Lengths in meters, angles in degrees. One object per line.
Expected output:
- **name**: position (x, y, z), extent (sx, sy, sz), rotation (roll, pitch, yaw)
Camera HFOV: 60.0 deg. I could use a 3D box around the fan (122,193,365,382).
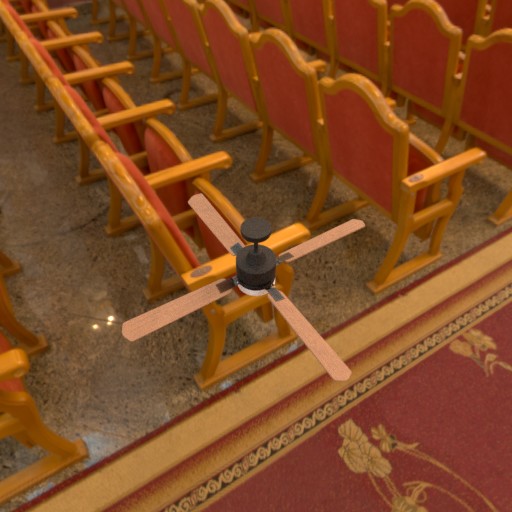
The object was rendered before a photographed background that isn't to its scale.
- **fan**: position (0.000, 0.000, 2.019), extent (1.320, 0.355, 1.320), rotation (-25, 52, -21)
